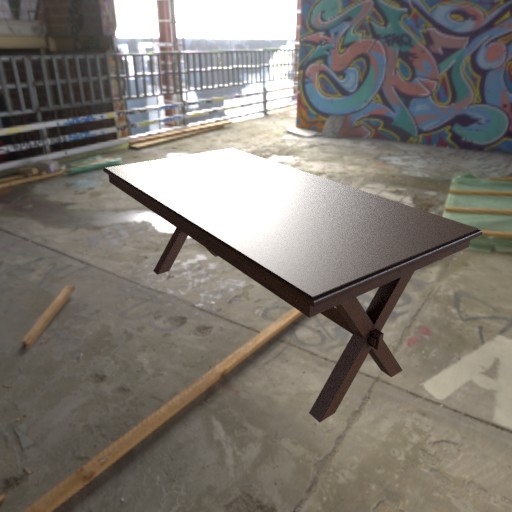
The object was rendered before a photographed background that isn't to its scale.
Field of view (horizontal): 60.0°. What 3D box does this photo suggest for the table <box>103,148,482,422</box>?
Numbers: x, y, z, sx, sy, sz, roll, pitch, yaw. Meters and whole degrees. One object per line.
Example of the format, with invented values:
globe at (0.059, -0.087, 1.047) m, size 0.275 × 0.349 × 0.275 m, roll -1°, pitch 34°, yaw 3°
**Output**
table at (0.000, 0.000, 1.535) m, size 0.594 × 0.459 × 1.197 m, roll -18°, pitch 31°, yaw -32°
